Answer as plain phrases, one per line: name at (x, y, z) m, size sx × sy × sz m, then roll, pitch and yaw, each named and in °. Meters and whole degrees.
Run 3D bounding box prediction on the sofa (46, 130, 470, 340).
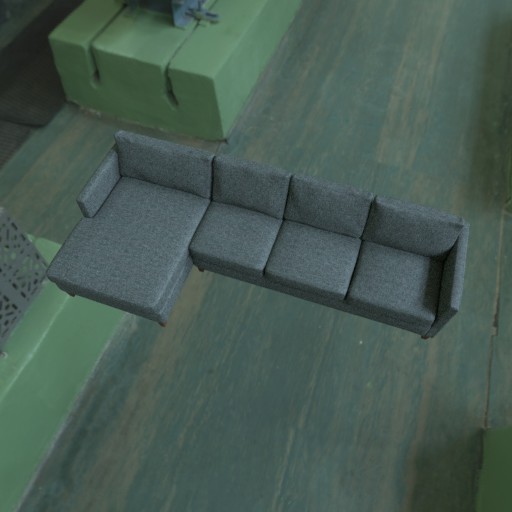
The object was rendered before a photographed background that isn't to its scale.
sofa at (0.000, 0.000, 4.042) m, size 3.485 × 0.960 × 1.635 m, roll 16°, pitch 60°, yaw 10°
